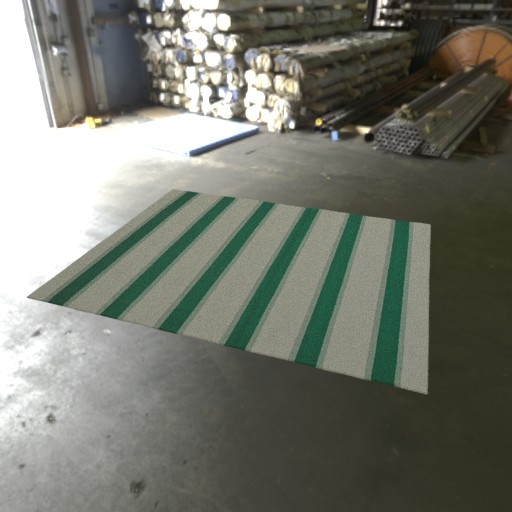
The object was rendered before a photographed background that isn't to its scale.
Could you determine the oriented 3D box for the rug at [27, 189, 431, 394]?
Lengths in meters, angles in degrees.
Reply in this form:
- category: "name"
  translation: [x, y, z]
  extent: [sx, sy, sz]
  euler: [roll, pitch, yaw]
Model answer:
- category: "rug"
  translation: [0.000, 0.000, 4.094]
  extent: [3.041, 0.019, 2.434]
  euler: [10, 32, 16]
